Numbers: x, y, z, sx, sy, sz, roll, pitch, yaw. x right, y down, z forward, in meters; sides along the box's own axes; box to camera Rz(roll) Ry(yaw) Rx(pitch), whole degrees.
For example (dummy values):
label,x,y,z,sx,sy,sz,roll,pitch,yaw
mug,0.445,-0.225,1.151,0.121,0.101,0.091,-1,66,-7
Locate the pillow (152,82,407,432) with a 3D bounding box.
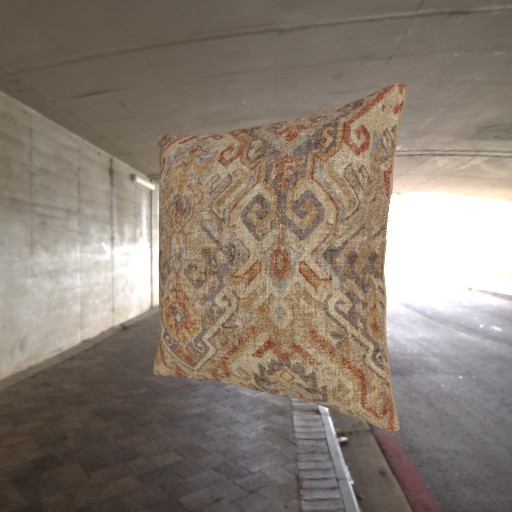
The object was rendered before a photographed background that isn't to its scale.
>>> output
label,x,y,z,sx,sy,sz,roll,pitch,yaw
pillow,0.000,0.000,0.788,0.523,0.506,0.166,1,1,35
